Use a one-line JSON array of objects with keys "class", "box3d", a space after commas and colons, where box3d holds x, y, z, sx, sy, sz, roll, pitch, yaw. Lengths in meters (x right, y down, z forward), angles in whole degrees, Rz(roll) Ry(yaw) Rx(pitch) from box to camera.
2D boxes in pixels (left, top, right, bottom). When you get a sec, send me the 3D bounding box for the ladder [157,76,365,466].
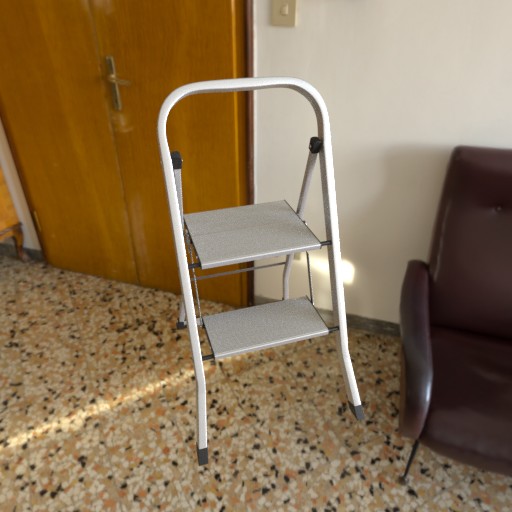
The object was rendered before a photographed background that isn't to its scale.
[{"class": "ladder", "box3d": [0.000, 0.000, 1.147, 0.465, 0.830, 0.530, -10, 34, -15]}]
